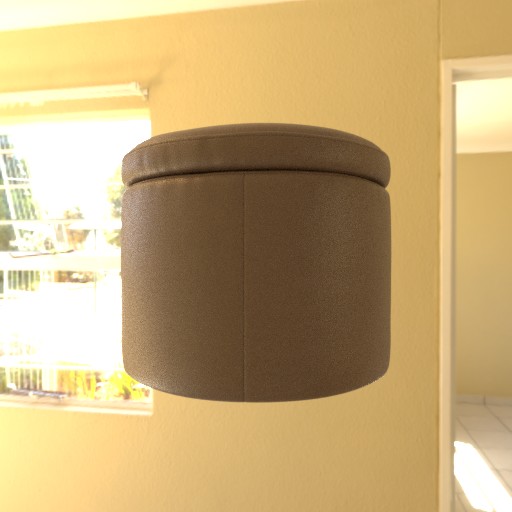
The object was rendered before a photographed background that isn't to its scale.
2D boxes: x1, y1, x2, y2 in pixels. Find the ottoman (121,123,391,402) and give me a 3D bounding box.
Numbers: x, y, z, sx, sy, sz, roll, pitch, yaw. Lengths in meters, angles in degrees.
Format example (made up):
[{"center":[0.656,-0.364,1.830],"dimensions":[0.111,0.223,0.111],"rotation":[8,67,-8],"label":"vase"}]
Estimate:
[{"center":[0.000,0.000,0.855],"dimensions":[0.500,0.409,0.500],"rotation":[0,0,0],"label":"ottoman"}]
